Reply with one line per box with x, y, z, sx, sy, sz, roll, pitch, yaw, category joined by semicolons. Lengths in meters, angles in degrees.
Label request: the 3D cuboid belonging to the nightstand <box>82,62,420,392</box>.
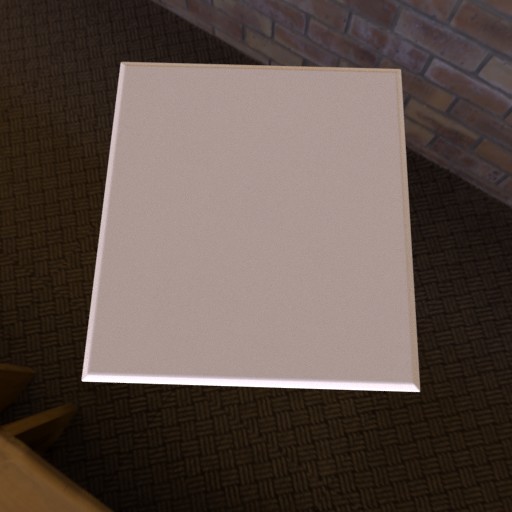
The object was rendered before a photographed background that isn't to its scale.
0.000;0.000;0.926;0.459;0.555;0.505;2;76;0;nightstand
